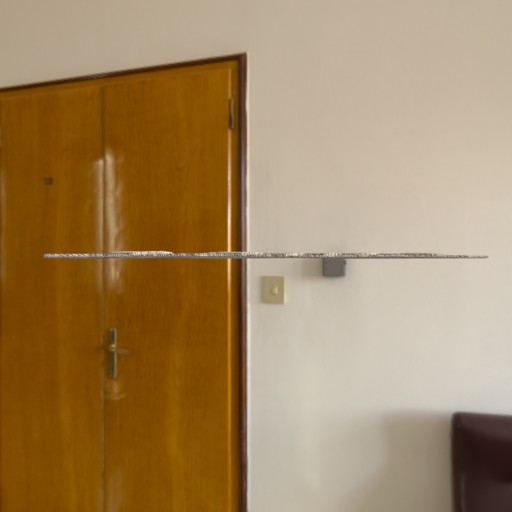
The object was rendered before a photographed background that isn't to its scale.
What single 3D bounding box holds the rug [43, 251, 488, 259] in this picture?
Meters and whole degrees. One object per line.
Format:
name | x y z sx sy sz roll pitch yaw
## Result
rug | 0.000 0.000 2.891 2.333 0.033 1.513 0 0 -18
